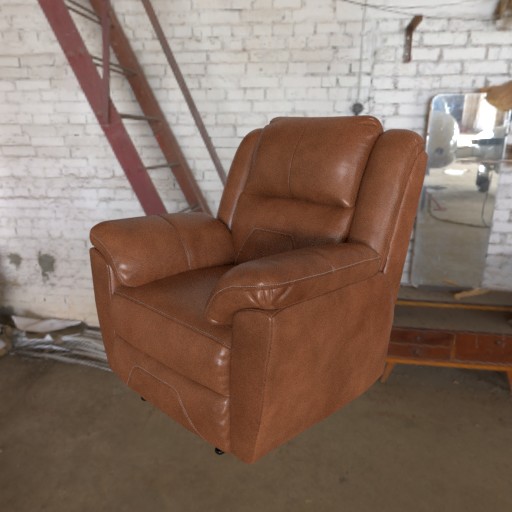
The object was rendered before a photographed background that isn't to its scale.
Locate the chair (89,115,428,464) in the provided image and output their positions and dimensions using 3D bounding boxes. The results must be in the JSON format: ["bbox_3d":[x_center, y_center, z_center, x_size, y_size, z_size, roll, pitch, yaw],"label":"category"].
[{"bbox_3d":[0.000,0.000,1.795,0.990,1.093,1.041,15,22,41],"label":"chair"}]
